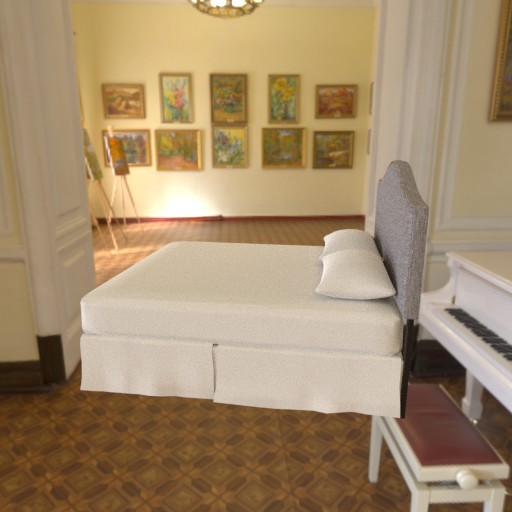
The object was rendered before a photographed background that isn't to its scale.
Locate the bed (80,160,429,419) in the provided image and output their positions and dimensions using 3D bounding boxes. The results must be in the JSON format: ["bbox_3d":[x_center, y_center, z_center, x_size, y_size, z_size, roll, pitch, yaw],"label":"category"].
[{"bbox_3d":[0.000,0.000,3.039,1.870,1.295,1.610,2,15,9],"label":"bed"}]
